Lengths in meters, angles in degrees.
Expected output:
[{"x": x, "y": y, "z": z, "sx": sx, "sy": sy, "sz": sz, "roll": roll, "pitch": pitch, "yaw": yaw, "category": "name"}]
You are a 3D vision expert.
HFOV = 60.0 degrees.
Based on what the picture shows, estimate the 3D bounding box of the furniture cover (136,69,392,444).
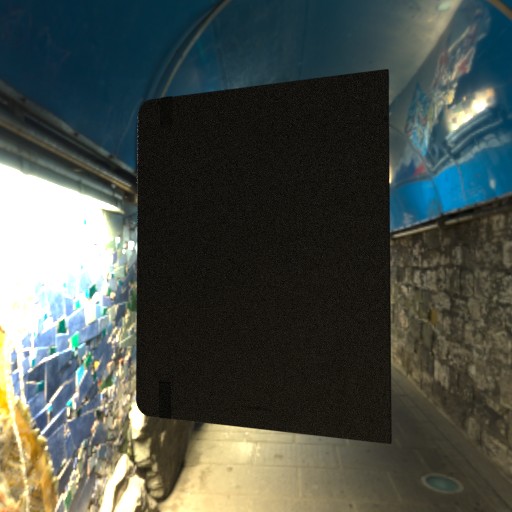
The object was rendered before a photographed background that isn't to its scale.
[{"x": 0.000, "y": 0.000, "z": 0.372, "sx": 0.216, "sy": 0.281, "sz": 0.023, "roll": 0, "pitch": -2, "yaw": 17, "category": "furniture cover"}]
